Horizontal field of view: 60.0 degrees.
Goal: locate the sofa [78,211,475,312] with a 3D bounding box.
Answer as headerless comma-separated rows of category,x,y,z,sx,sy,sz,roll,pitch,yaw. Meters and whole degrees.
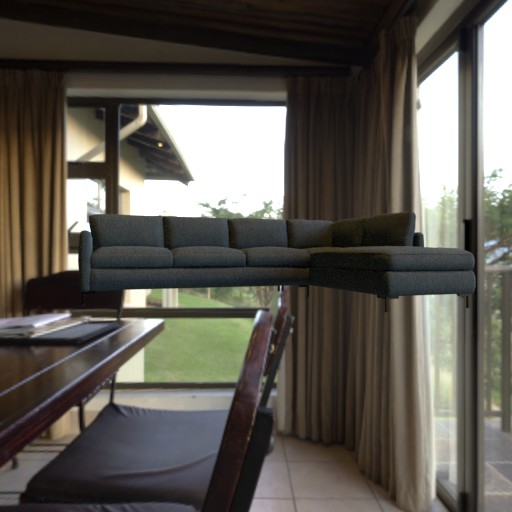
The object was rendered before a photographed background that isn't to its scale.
sofa,0.000,0.000,3.890,2.949,0.815,2.007,0,0,-19
